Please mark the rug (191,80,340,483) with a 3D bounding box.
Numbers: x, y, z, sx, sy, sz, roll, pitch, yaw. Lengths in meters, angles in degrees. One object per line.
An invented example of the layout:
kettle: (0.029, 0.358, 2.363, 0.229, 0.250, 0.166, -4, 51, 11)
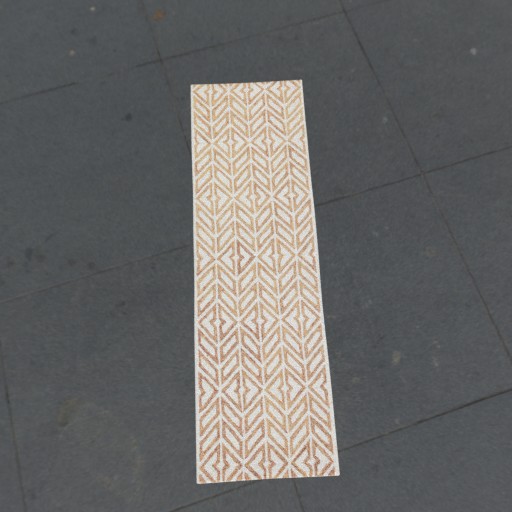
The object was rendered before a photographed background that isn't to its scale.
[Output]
rug: (0.000, 0.000, 2.651, 0.750, 0.009, 2.435, -3, 74, -1)
